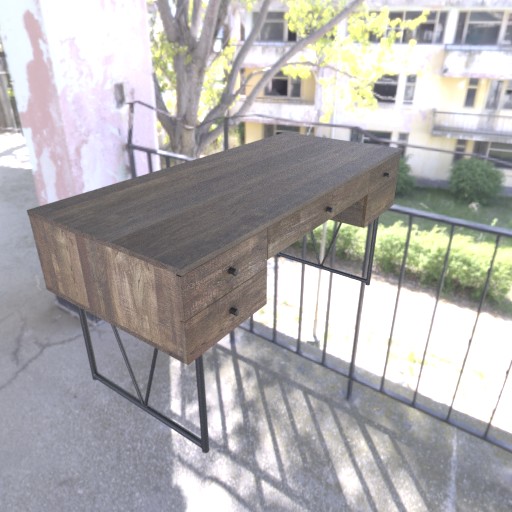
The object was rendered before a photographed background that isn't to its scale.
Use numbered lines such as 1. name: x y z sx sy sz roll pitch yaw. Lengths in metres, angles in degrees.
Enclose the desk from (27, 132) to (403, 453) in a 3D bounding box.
1. desk: 0.000 0.000 2.040 0.730 0.780 1.600 18 32 32
